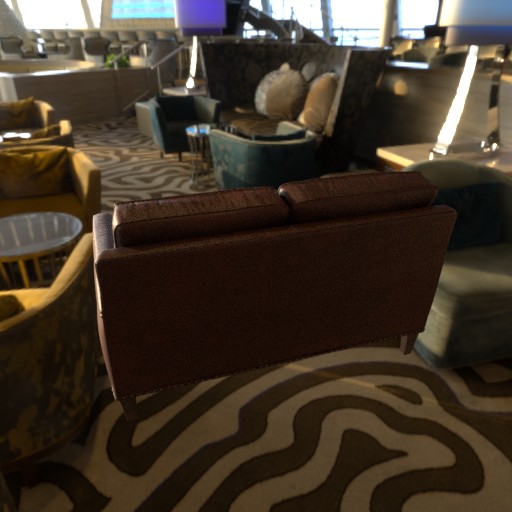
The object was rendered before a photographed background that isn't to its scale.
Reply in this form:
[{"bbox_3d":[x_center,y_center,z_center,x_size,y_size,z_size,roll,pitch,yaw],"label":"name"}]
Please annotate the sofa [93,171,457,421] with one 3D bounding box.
[{"bbox_3d":[0.000,0.000,2.316,1.628,1.003,1.083,-9,28,-16],"label":"sofa"}]
